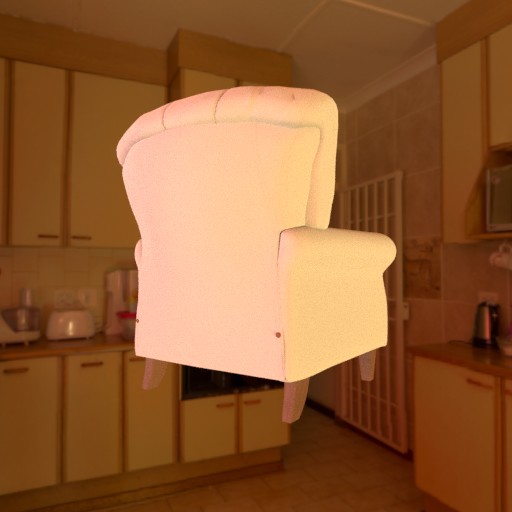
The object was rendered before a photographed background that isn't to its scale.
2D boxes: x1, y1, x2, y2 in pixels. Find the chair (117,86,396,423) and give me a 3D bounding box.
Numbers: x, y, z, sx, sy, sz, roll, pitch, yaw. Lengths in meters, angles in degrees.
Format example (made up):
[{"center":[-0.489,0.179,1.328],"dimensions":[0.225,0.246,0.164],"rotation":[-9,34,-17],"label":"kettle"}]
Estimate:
[{"center":[0.000,0.000,2.093],"dimensions":[1.090,1.217,1.128],"rotation":[-1,-2,36],"label":"chair"}]
